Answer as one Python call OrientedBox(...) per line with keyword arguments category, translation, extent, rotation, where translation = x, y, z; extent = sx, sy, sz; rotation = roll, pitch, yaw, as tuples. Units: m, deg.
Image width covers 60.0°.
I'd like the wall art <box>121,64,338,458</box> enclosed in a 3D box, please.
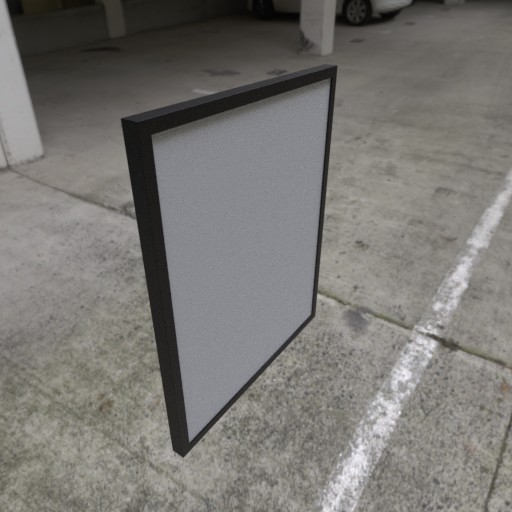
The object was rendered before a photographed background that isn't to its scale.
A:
OrientedBox(category="wall art", translation=(0.000, 0.000, 0.543), extent=(0.018, 0.397, 0.325), rotation=(20, 37, 30))
